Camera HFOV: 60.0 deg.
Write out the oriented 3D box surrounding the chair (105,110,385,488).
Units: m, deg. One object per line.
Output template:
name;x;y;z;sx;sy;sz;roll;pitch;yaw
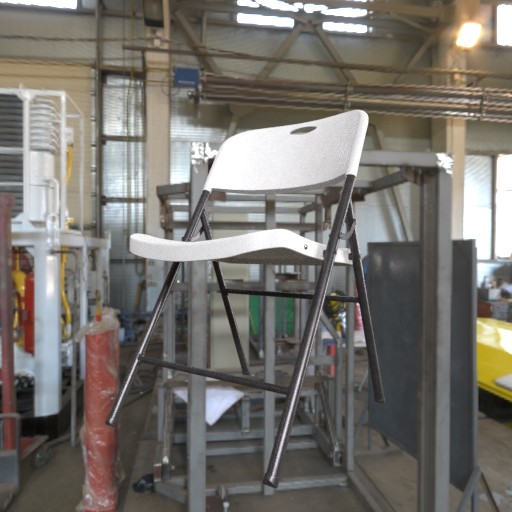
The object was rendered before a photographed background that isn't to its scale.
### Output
chair;0.000;0.000;1.140;0.494;0.810;0.566;1;1;36
